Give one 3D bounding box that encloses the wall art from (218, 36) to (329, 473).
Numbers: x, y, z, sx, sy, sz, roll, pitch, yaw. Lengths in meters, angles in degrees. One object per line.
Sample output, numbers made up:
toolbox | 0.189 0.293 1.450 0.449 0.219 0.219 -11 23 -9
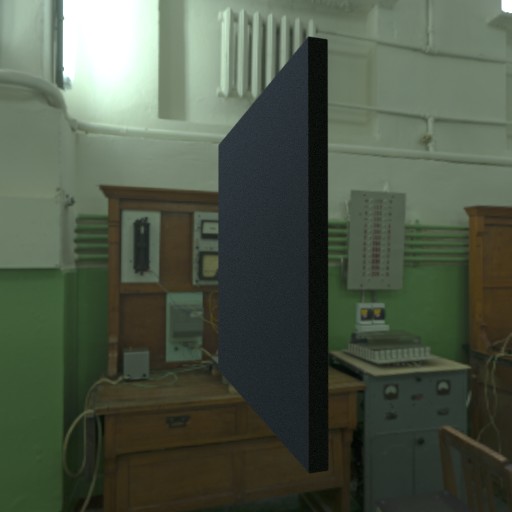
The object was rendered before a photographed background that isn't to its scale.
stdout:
wall art | 0.000 0.000 1.142 0.038 0.762 0.762 0 -1 -17
